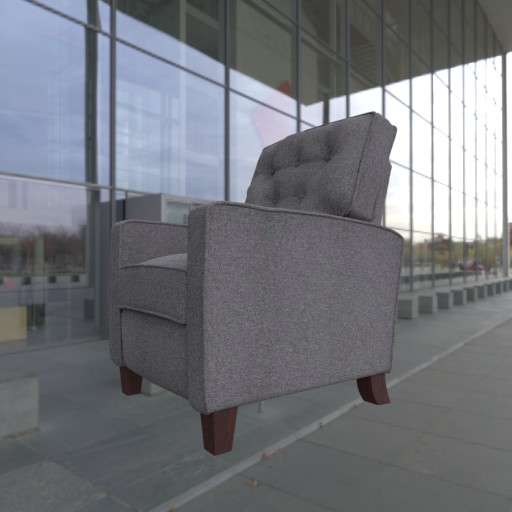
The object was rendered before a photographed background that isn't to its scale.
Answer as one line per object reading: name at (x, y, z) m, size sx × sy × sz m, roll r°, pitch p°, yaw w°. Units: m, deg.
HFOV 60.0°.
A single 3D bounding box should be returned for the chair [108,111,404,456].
chair at (0.000, 0.000, 1.405) m, size 0.775 × 0.889 × 0.650 m, roll 1°, pitch -1°, yaw -36°
